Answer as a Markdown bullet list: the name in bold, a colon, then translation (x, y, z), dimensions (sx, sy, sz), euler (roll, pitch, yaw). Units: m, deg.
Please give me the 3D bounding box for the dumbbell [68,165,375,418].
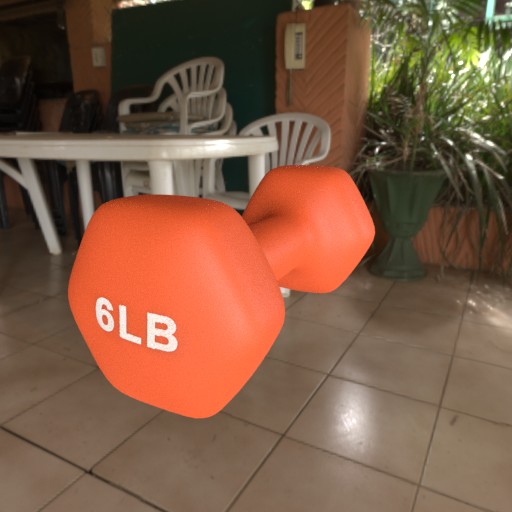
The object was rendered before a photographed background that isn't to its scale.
- **dumbbell**: translation (0.000, 0.000, 0.202), dimensions (0.079, 0.071, 0.162), euler (9, 19, 27)
